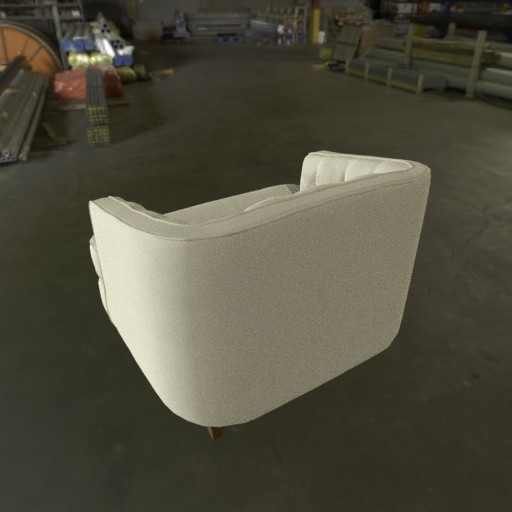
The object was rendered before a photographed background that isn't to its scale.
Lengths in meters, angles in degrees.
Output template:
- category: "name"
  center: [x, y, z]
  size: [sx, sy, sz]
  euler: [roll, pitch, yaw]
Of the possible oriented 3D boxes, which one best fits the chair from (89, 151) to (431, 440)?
- category: "chair"
  center: [0.000, 0.000, 1.771]
  size: [1.104, 0.852, 0.941]
  euler: [-18, 35, -28]
